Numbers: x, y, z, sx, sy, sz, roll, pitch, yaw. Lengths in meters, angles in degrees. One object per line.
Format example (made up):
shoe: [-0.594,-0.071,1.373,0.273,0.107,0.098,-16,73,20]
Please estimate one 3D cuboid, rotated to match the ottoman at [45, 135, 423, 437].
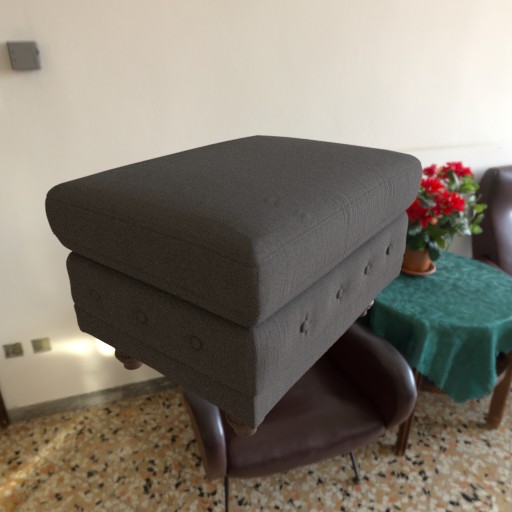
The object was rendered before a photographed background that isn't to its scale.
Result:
ottoman: [0.000,0.000,1.122,0.569,0.500,0.771,17,30,32]
